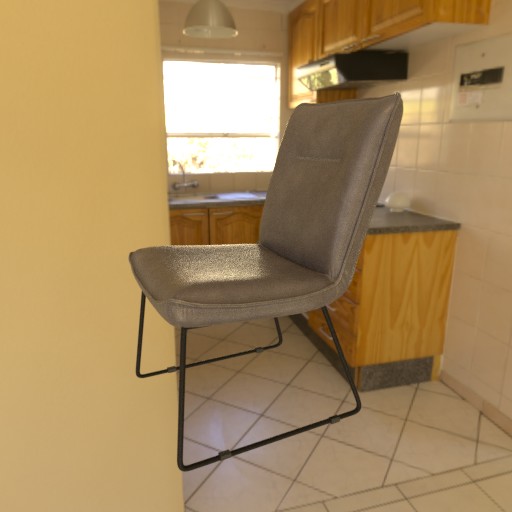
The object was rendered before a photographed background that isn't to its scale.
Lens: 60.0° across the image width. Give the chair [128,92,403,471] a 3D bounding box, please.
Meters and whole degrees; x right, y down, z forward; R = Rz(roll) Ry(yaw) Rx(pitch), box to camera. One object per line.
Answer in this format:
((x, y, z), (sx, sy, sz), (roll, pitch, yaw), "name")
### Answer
((0.000, 0.000, 1.350), (0.688, 0.932, 0.515), (-7, 17, -25), "chair")
